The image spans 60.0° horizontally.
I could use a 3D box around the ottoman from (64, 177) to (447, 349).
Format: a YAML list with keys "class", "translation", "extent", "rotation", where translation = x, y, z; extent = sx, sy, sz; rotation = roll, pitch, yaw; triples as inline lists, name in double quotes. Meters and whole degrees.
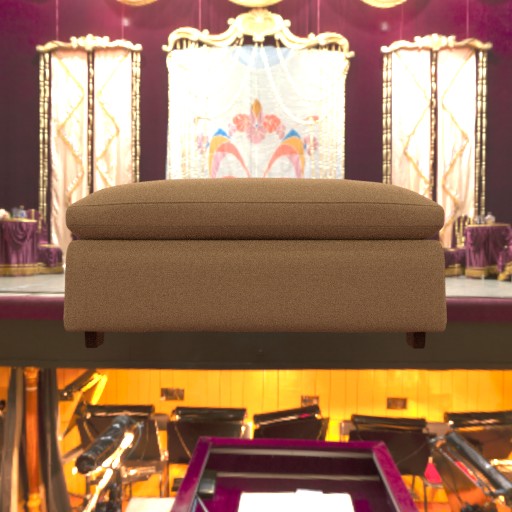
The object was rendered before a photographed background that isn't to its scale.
- class: "ottoman"
  translation: [0.000, 0.000, 1.557]
  extent: [0.977, 0.467, 0.996]
  rotation: [0, 1, 0]
